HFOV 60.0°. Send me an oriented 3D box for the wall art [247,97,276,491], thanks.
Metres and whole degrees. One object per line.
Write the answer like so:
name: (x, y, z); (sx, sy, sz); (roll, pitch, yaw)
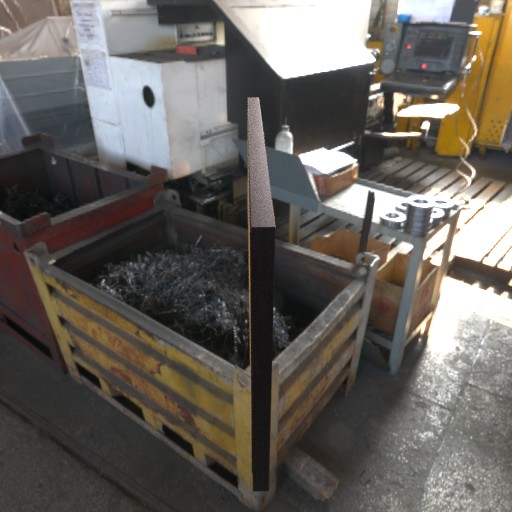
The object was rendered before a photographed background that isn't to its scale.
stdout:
wall art: (0.000, 0.000, 0.852); (0.027, 0.458, 0.657); (-1, 31, -1)
